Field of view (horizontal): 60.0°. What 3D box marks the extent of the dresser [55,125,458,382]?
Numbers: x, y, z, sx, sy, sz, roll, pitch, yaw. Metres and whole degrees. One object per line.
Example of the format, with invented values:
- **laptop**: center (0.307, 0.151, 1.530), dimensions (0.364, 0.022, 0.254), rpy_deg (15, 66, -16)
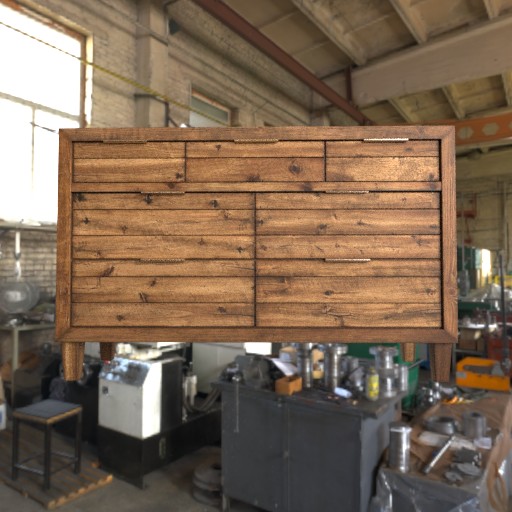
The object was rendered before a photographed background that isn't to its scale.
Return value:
- **dresser**: center (0.000, 0.000, 1.748), dimensions (1.387, 0.892, 0.438), rpy_deg (0, -2, 1)
